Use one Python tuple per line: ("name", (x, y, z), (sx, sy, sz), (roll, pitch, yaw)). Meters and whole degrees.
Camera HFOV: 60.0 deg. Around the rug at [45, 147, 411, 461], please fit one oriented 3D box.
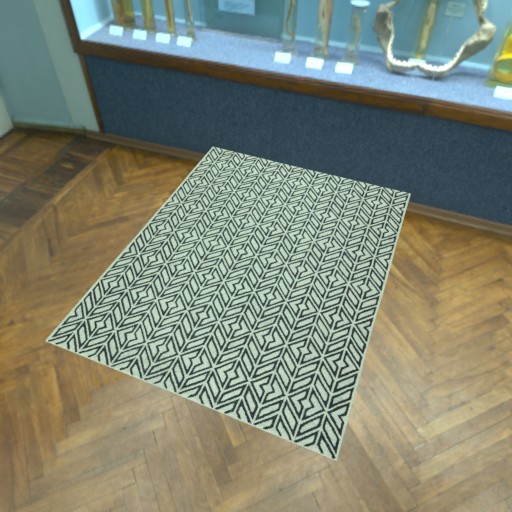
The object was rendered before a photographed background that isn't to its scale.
("rug", (0.000, 0.000, 4.222), (2.421, 0.008, 3.045), (17, 49, 15))
